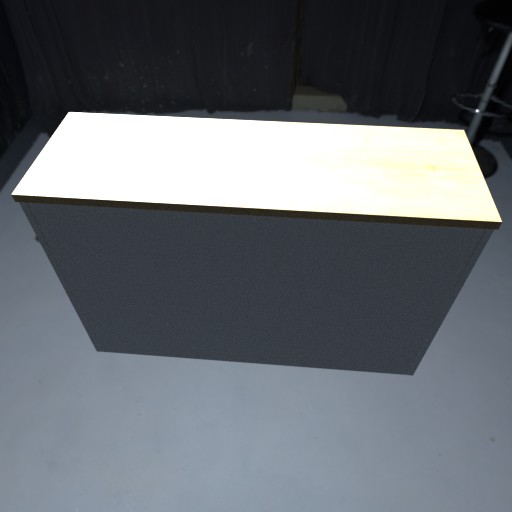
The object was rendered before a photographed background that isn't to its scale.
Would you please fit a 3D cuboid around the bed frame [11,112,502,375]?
[{"bbox_3d":[0.000,0.000,1.626,1.300,0.850,0.430,4,48,3],"label":"bed frame"}]
